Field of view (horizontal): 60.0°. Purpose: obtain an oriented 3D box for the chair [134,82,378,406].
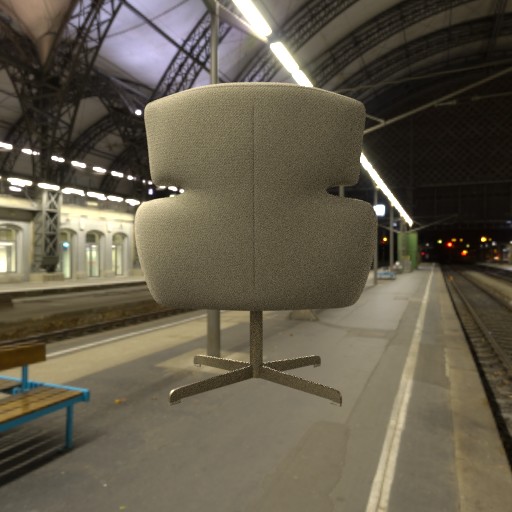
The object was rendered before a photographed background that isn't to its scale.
[{"bbox_3d":[0.000,0.000,1.363,0.760,0.810,0.730,0,0,1],"label":"chair"}]
